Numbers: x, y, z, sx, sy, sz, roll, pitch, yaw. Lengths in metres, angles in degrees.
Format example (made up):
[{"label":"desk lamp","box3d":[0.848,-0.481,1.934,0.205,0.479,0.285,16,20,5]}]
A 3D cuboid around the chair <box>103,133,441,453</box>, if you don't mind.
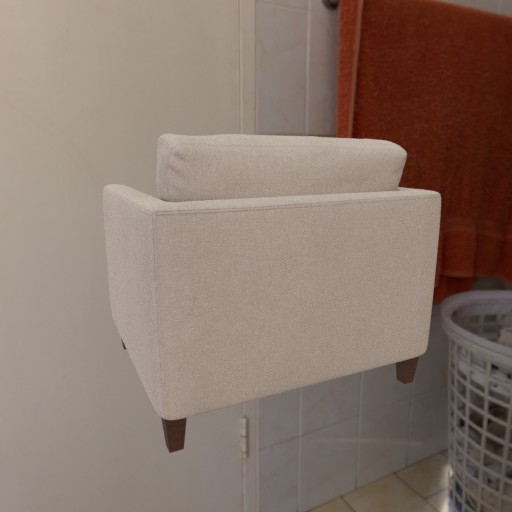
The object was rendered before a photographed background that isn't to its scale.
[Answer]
[{"label":"chair","box3d":[0.000,0.000,1.854,1.107,0.961,0.959,-6,15,-25]}]
